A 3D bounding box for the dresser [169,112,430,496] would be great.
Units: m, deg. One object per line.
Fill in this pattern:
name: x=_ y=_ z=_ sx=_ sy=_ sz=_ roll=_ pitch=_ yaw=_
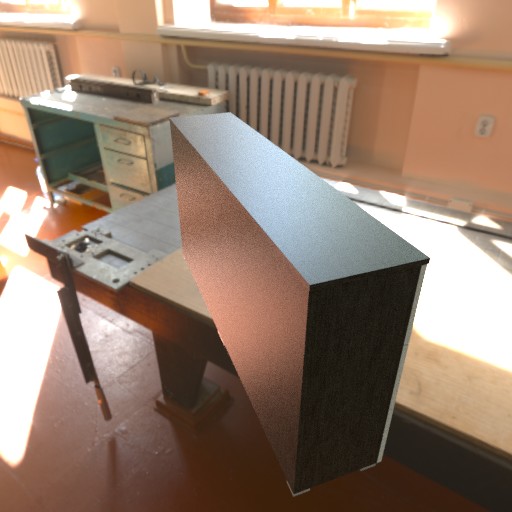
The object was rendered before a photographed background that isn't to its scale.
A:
dresser: x=0.000 y=0.000 z=1.816 sx=0.333 sy=0.790 sz=1.535 roll=-11 pitch=33 yaw=-18
